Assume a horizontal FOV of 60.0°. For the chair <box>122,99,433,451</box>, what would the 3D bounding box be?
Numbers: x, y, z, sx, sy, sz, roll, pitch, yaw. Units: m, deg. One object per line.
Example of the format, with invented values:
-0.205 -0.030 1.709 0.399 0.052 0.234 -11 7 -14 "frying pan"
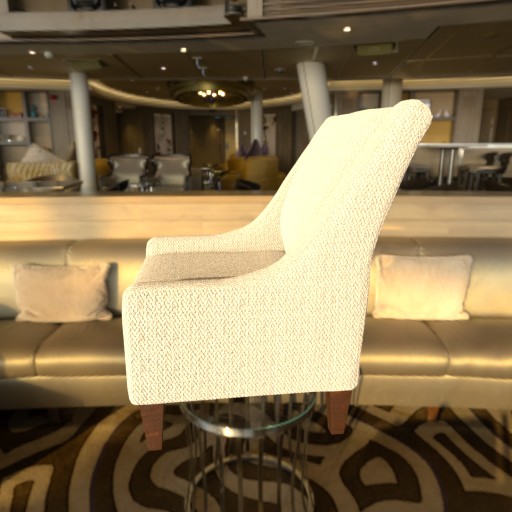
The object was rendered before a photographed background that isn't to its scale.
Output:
0.000 0.000 1.600 0.870 1.014 0.774 -2 14 -8 "chair"
